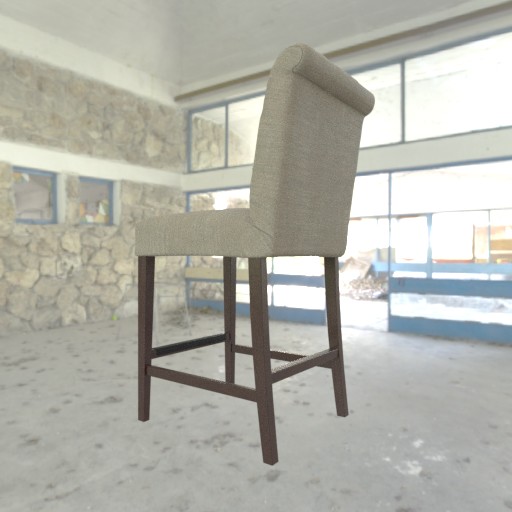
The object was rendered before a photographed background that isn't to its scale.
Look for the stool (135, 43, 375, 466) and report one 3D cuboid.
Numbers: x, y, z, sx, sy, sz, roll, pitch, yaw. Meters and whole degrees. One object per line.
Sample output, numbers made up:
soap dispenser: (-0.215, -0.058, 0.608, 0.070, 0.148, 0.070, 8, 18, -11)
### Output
stool: (0.000, 0.000, 1.460, 0.660, 1.084, 0.486, 0, 0, 37)
